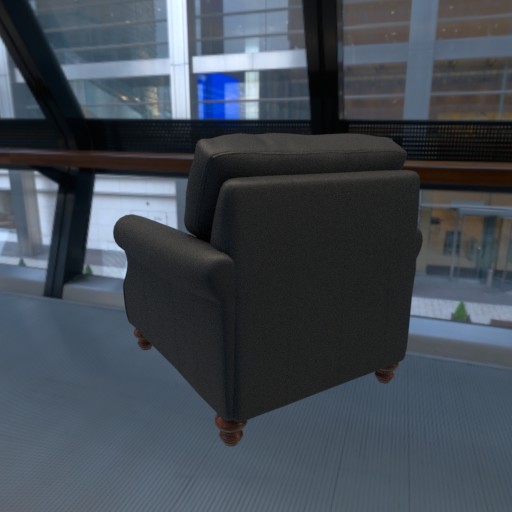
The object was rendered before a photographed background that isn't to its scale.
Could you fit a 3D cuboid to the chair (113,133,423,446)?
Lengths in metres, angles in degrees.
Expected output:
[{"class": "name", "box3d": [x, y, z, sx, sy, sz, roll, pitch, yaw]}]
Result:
[{"class": "chair", "box3d": [0.000, 0.000, 1.815, 1.015, 0.960, 1.027, -7, 16, -27]}]
